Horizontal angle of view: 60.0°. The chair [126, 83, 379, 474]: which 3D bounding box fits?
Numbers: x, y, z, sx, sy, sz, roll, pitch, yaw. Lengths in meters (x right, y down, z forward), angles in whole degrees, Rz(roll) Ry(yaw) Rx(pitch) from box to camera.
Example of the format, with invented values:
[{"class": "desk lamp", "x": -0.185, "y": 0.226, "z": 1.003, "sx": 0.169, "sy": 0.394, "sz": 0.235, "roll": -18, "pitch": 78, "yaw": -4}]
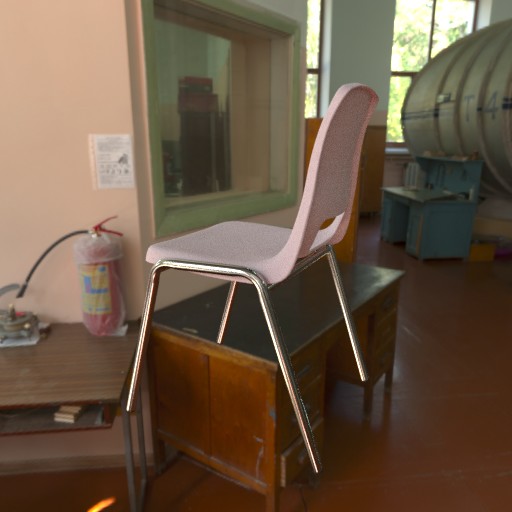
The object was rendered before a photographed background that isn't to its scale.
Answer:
[{"class": "chair", "x": 0.000, "y": 0.000, "z": 0.928, "sx": 0.436, "sy": 0.653, "sz": 0.381, "roll": 8, "pitch": 17, "yaw": 26}]
